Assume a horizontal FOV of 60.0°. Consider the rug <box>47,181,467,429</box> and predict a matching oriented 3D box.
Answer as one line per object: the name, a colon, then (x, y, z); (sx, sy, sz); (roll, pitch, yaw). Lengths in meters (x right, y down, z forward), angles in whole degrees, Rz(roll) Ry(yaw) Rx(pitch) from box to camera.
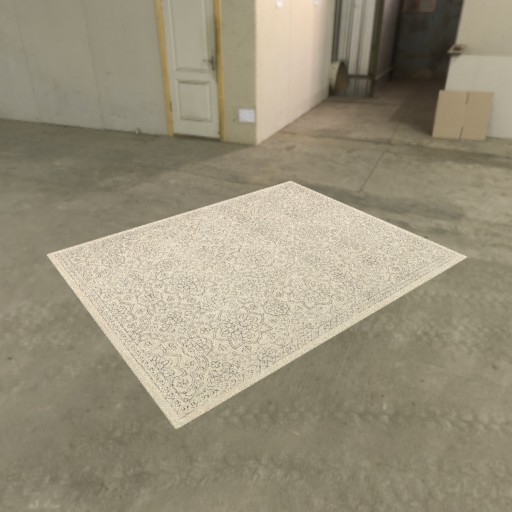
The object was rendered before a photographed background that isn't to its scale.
rug: (0.000, 0.000, 4.112); (3.050, 0.015, 2.441); (-22, 37, -32)
